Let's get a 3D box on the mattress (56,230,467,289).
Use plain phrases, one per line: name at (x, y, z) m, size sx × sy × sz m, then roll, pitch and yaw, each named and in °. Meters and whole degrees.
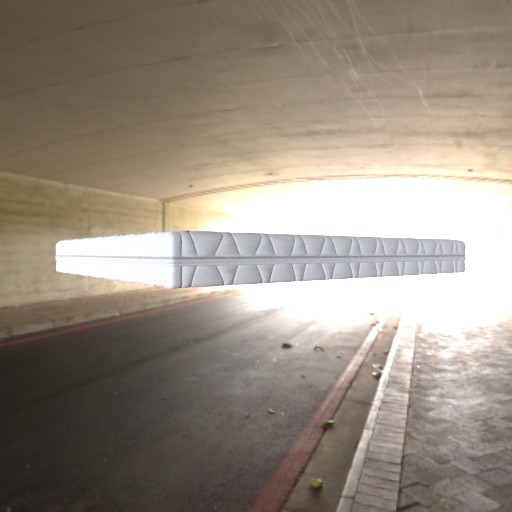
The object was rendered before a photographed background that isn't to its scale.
mattress at (0.000, 0.000, 2.663) m, size 1.900 × 0.200 × 1.600 m, roll 0°, pitch 1°, yaw -37°
